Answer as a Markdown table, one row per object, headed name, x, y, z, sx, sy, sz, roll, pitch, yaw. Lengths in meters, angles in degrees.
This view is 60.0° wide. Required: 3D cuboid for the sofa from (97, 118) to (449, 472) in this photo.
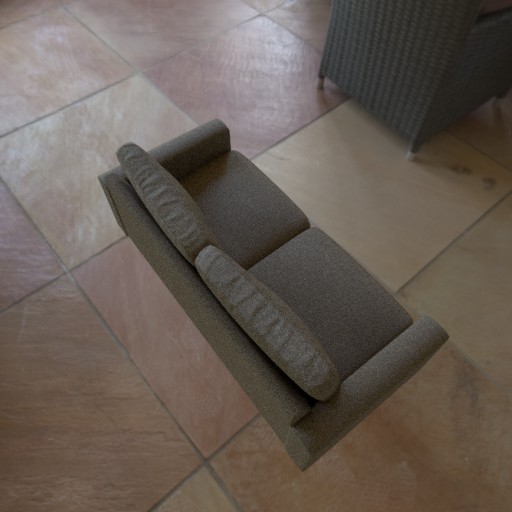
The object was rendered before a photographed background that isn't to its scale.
| name | x | y | z | sx | sy | sz | roll | pitch | yaw |
| --- | --- | --- | --- | --- | --- | --- | --- | --- | --- |
| sofa | 0.000 | 0.000 | 2.751 | 1.016 | 0.873 | 2.179 | -33 | 63 | -19 |
